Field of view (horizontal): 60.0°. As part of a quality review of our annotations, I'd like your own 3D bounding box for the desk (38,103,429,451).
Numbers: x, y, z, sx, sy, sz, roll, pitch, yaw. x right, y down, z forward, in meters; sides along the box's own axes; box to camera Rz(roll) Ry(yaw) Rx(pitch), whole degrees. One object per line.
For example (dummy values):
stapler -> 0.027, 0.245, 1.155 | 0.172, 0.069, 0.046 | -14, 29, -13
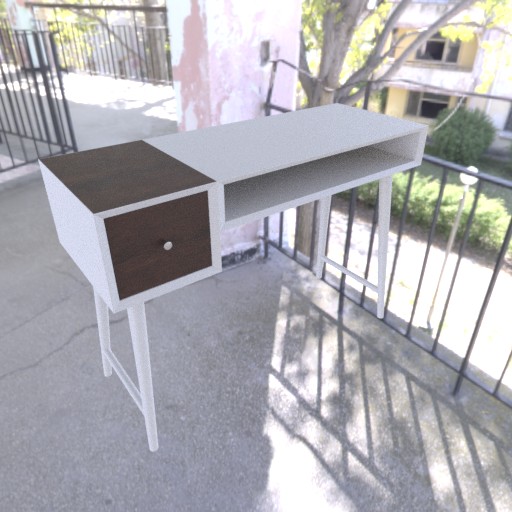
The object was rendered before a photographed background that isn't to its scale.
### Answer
desk -> 0.000, 0.000, 1.450 | 1.069, 0.761, 0.409 | -21, 37, -31
